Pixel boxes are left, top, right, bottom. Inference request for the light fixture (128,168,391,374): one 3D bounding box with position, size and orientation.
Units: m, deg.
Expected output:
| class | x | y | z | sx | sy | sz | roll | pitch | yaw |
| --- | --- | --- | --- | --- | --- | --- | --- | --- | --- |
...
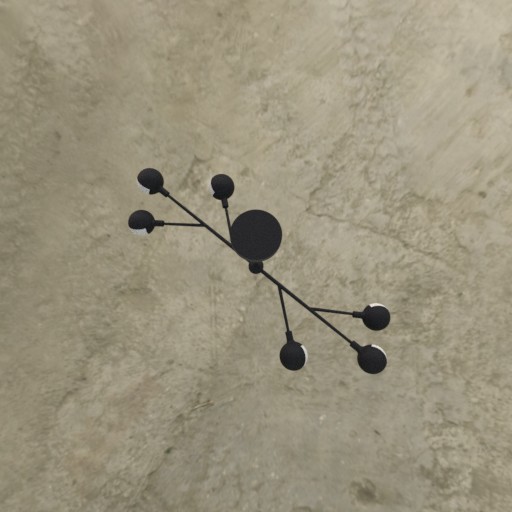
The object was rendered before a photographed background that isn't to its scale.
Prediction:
| class | x | y | z | sx | sy | sz | roll | pitch | yaw |
| --- | --- | --- | --- | --- | --- | --- | --- | --- | --- |
| light fixture | 0.000 | 0.000 | 1.029 | 0.434 | 0.362 | 0.778 | -34 | 79 | -8 |
